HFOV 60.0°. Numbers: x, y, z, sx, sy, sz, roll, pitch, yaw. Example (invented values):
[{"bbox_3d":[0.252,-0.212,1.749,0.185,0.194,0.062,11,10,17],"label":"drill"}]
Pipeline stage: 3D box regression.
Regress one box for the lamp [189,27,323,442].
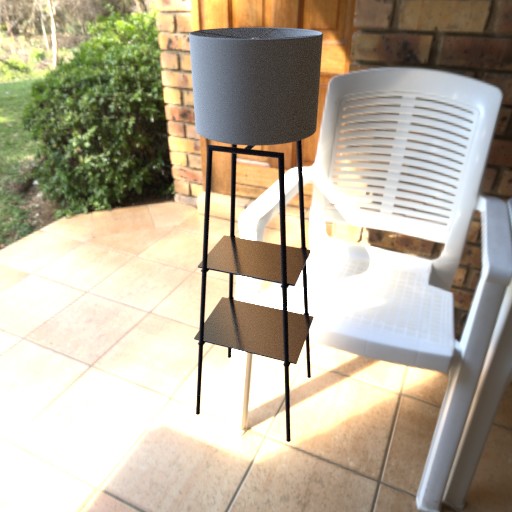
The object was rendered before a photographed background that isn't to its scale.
[{"bbox_3d":[0.000,0.000,1.632,0.427,1.474,0.384,10,33,16],"label":"lamp"}]
